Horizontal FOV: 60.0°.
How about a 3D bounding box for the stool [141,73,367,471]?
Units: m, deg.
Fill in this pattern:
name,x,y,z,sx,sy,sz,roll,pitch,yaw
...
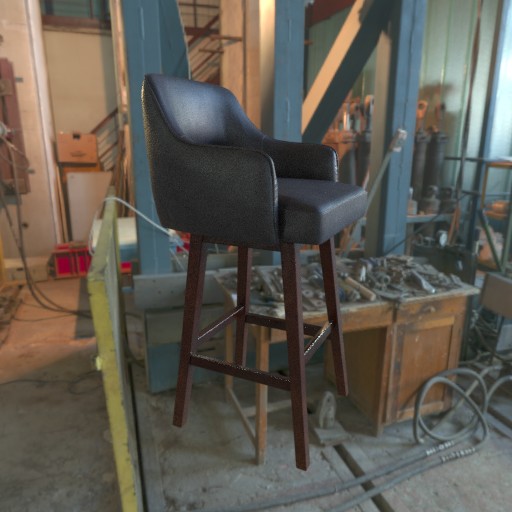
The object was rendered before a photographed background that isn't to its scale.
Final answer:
name,x,y,z,sx,sy,sz,roll,pitch,yaw
stool,0.000,0.000,1.347,0.560,1.041,0.550,8,17,26
